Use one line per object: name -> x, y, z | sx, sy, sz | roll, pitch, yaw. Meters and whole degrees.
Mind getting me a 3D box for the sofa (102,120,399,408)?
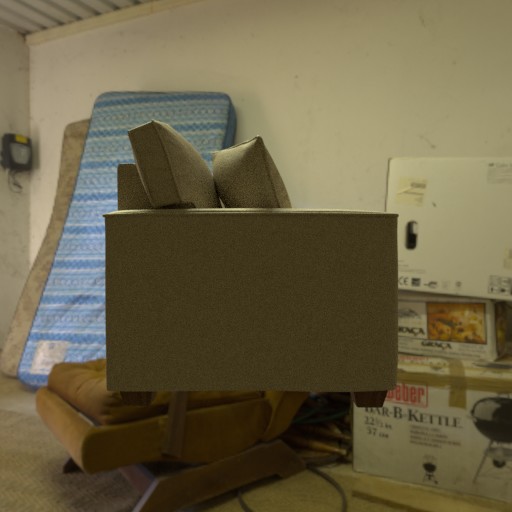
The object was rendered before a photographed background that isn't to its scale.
sofa -> 0.000, 0.000, 2.124 | 0.991, 0.989, 1.388 | 0, 1, 1
